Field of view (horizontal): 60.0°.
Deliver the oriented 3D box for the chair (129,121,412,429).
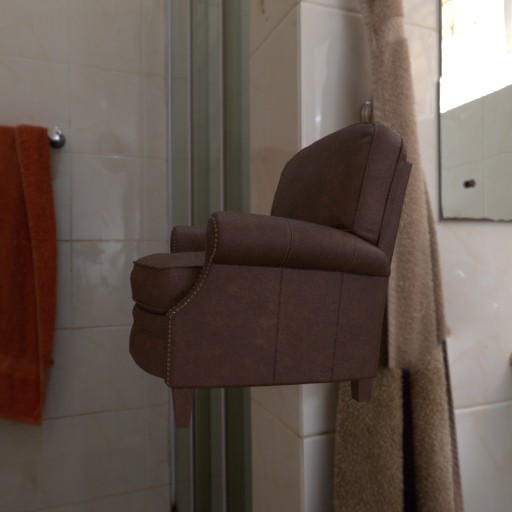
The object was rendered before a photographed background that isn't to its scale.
[{"bbox_3d":[0.000,0.000,1.784,0.986,1.018,0.936,0,1,-19],"label":"chair"}]
